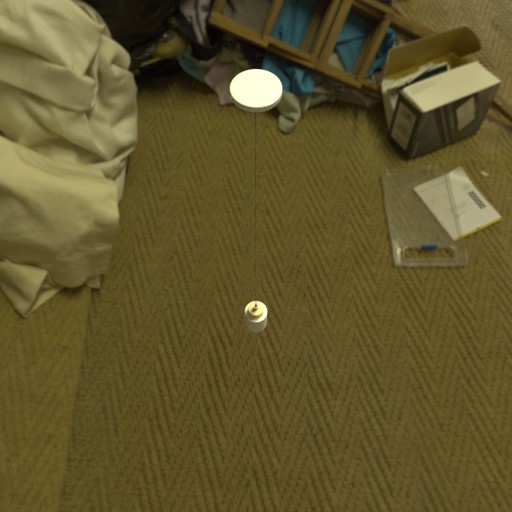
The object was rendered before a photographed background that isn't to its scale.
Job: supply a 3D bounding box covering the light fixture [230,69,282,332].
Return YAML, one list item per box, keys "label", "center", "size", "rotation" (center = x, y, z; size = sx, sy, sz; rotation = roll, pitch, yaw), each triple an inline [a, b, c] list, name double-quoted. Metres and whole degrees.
- label: "light fixture"
  center: [0.000, 0.000, 1.857]
  size: [0.125, 1.798, 0.125]
  rotation: [-17, 65, -8]
